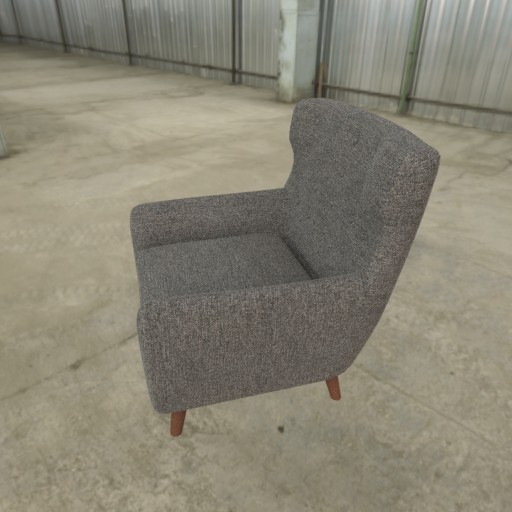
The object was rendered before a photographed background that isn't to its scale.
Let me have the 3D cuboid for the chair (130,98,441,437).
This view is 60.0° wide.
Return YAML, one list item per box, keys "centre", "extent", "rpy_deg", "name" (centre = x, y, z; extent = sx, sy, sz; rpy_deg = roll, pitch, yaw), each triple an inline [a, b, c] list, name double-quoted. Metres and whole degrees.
- centre: [0.000, 0.000, 1.739]
  extent: [0.940, 1.039, 0.889]
  rpy_deg: [-8, 31, -13]
  name: "chair"
